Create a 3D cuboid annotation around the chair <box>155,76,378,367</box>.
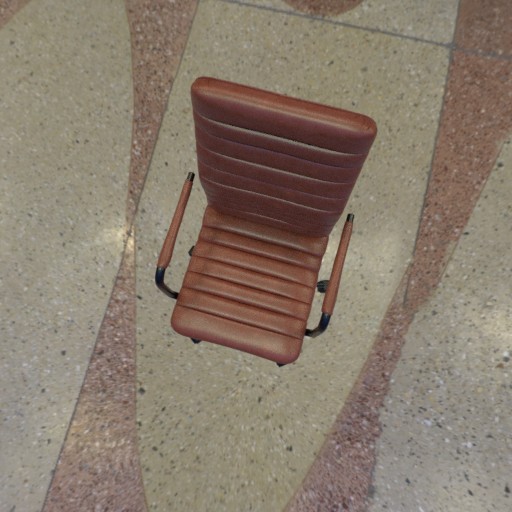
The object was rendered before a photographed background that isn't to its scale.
[{"bbox_3d":[0.000,0.000,1.337,0.608,0.979,0.580,15,76,4],"label":"chair"}]
